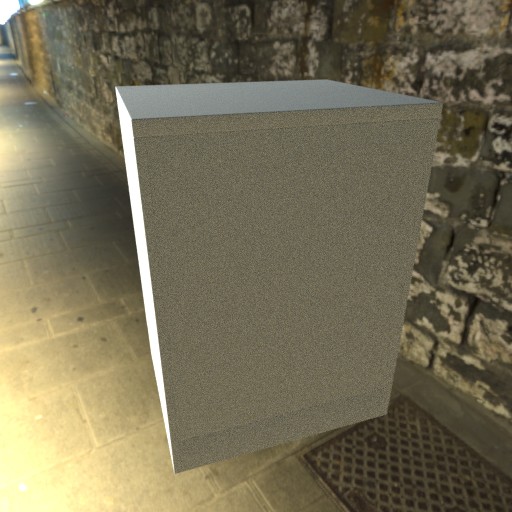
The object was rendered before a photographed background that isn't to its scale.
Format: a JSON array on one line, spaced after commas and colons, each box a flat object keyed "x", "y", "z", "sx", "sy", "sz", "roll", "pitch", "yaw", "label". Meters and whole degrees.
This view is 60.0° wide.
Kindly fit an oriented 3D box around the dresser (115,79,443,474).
[{"x": 0.000, "y": 0.000, "z": 0.805, "sx": 0.400, "sy": 0.560, "sz": 0.360, "roll": -9, "pitch": 28, "yaw": -16, "label": "dresser"}]
